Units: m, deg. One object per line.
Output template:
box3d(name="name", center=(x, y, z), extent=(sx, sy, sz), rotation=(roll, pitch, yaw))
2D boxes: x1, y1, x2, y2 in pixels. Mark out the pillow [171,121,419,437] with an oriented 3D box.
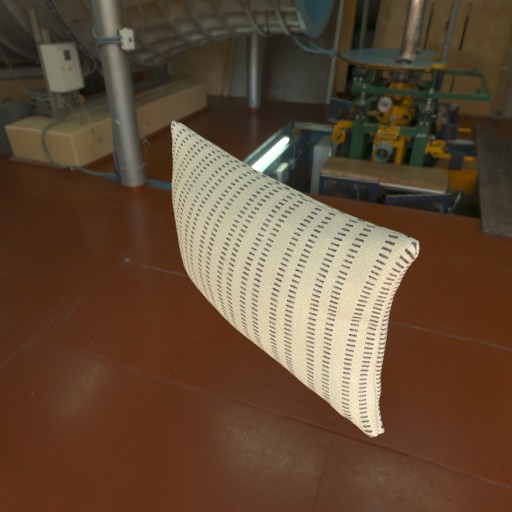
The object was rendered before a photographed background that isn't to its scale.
box3d(name="pillow", center=(0.000, 0.000, 0.812), extent=(0.210, 0.353, 0.640), rotation=(-20, 37, -29))
